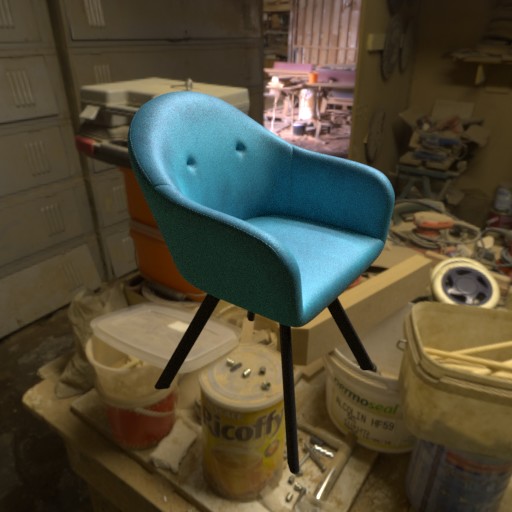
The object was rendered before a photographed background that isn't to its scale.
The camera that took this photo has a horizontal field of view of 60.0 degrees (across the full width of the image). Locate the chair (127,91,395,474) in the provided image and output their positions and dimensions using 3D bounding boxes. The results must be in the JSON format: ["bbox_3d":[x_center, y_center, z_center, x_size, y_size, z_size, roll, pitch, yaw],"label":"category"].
[{"bbox_3d":[0.000,0.000,1.163,0.570,0.780,0.540,18,32,32],"label":"chair"}]
